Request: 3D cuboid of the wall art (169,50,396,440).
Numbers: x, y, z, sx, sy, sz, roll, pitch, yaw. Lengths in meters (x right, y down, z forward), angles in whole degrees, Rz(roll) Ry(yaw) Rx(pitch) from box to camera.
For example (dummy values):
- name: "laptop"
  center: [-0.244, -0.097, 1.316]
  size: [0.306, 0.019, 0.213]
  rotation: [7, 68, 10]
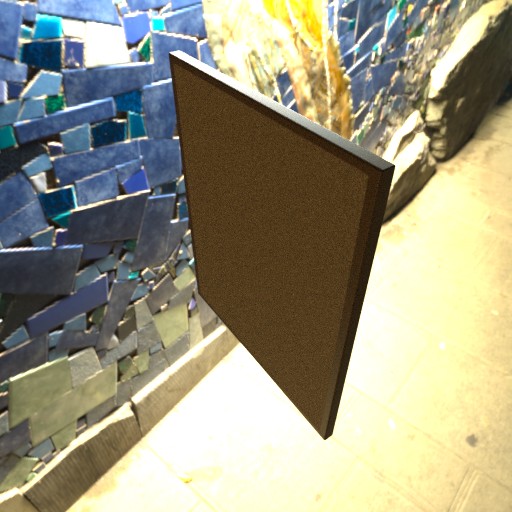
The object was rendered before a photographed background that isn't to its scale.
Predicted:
- name: "wall art"
  center: [0.000, 0.000, 0.752]
  size: [0.021, 0.550, 0.449]
  rotation: [-25, 47, -26]
